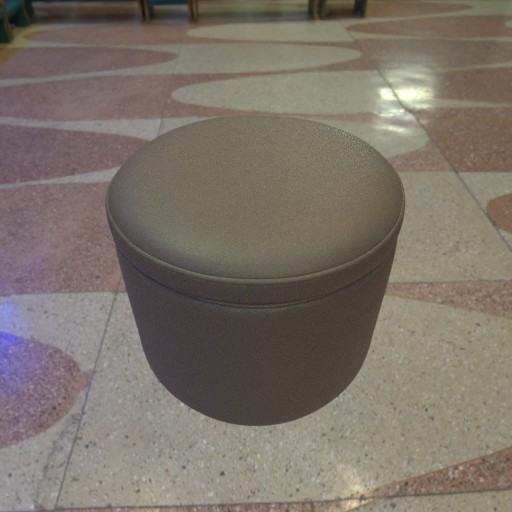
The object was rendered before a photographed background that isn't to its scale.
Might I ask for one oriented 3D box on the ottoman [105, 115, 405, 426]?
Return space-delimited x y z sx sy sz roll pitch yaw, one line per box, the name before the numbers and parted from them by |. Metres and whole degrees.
ottoman | 0.000 0.000 0.863 0.500 0.409 0.500 0 41 0
